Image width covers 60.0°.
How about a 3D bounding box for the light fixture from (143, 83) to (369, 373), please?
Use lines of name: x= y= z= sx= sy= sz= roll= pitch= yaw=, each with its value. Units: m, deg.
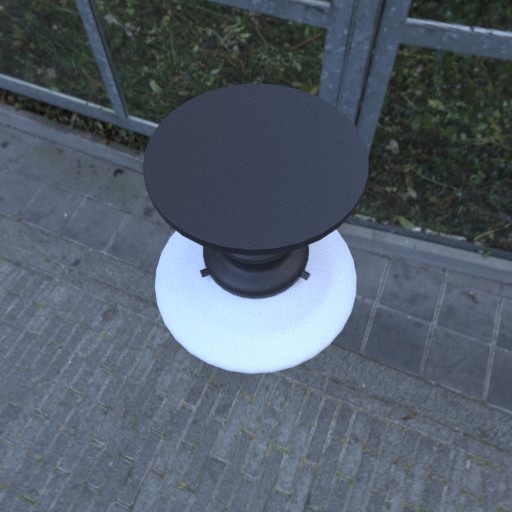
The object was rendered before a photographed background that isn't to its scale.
light fixture: x=0.000 y=0.000 z=0.405 sx=0.197 sy=0.254 sz=0.197 roll=0 pitch=58 yaw=0
